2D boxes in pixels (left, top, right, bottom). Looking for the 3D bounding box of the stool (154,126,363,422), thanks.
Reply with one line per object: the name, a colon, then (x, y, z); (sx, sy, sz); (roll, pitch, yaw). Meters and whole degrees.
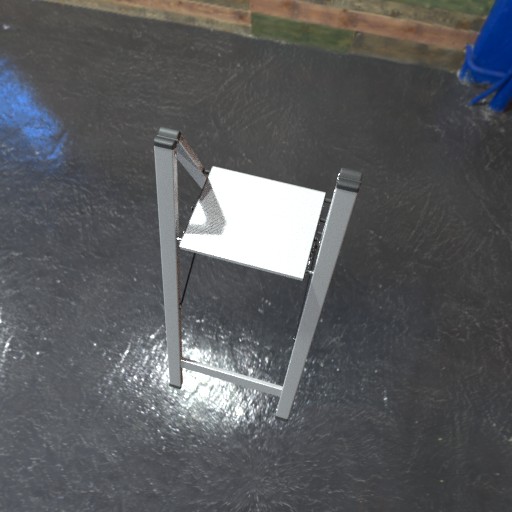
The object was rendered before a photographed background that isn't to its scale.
stool: (0.000, 0.000, 1.307); (0.441, 0.902, 0.730); (14, 64, 7)
